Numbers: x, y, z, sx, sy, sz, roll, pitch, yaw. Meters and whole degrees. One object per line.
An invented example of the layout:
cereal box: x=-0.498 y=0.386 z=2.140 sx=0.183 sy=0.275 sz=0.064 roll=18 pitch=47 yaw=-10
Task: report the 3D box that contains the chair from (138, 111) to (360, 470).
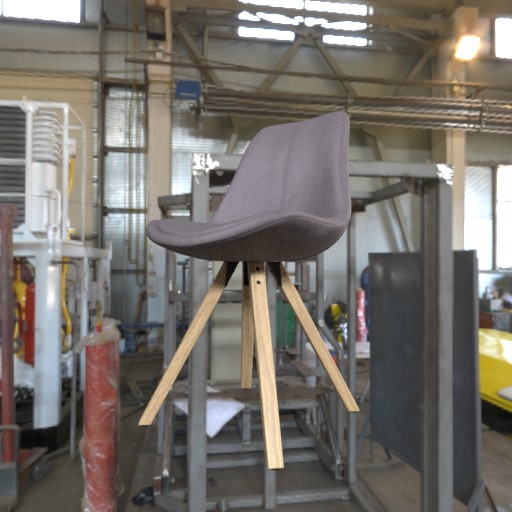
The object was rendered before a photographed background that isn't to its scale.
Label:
chair: x=0.000 y=0.000 z=1.191 sx=0.483 sy=0.865 sz=0.547 roll=0 pitch=-1 yaw=36
